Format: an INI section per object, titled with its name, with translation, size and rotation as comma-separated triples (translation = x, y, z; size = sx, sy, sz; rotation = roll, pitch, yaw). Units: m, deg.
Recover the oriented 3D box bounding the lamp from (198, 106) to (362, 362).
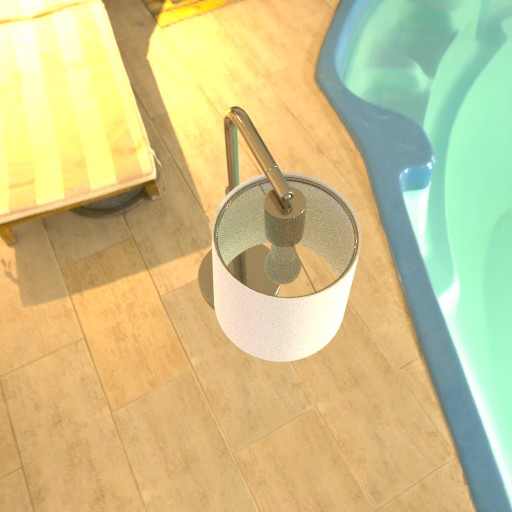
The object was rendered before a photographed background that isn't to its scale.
[lamp]
translation = 0.000, 0.000, 0.639
size = 0.171, 0.489, 0.333
rotation = -20, 64, -10
